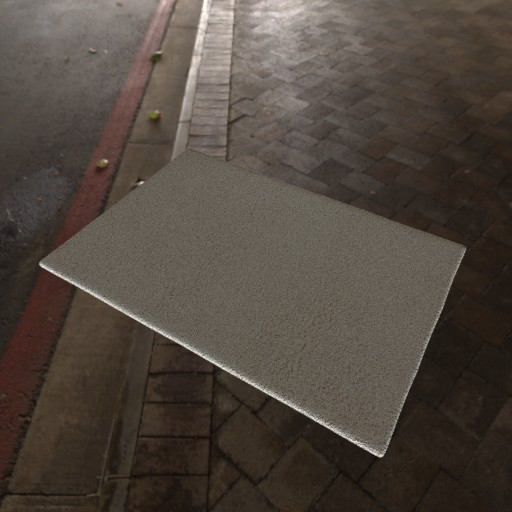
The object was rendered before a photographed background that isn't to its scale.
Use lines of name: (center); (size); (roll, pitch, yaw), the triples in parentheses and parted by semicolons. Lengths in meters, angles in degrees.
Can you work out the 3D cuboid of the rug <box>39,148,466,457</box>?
rug: (0.000, 0.000, 2.227); (1.778, 0.030, 1.219); (24, 50, 21)
